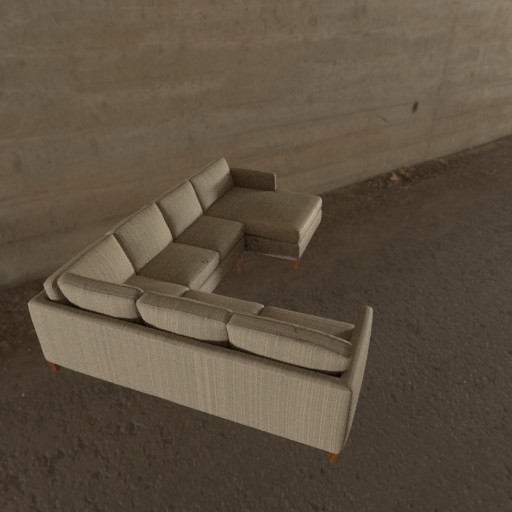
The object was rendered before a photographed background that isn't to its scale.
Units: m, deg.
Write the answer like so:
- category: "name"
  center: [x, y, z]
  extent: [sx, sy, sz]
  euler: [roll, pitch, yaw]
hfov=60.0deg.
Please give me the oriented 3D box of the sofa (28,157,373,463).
- category: "sofa"
  center: [0.000, 0.000, 4.580]
  extent: [2.594, 0.961, 3.460]
  euler: [11, 32, 18]
